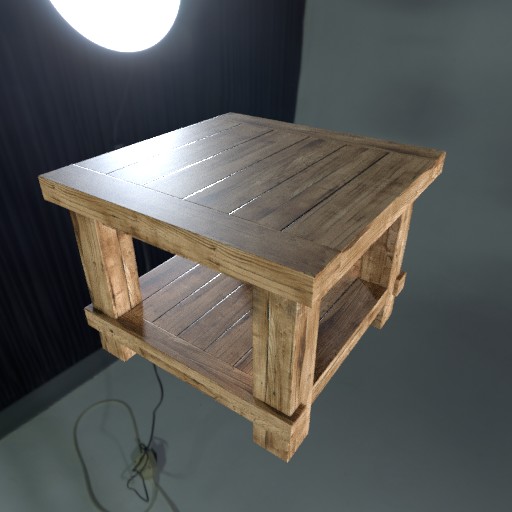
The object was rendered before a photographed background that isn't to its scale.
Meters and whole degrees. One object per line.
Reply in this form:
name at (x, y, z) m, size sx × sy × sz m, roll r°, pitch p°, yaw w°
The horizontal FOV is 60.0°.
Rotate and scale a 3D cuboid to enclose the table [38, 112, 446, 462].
table at (0.000, 0.000, 1.045) m, size 0.610 × 0.457 × 0.610 m, roll 20°, pitch 37°, yaw 29°
